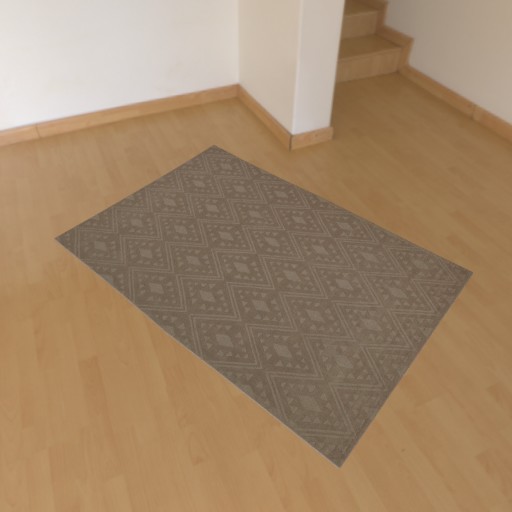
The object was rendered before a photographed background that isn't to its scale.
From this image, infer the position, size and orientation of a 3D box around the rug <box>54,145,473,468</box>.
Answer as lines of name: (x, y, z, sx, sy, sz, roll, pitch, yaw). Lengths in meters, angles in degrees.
rug: (0.000, 0.000, 2.320, 1.829, 0.034, 1.252, 31, 53, 27)
